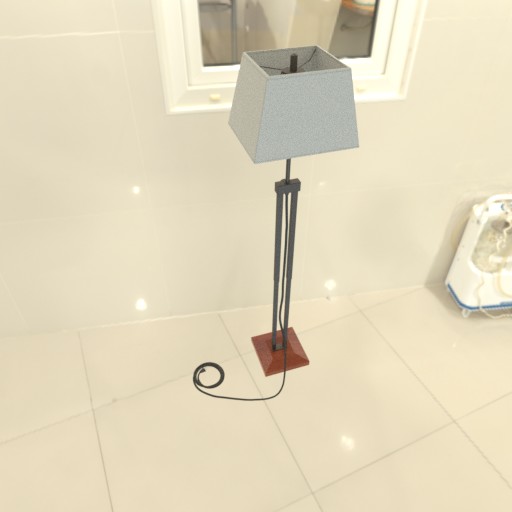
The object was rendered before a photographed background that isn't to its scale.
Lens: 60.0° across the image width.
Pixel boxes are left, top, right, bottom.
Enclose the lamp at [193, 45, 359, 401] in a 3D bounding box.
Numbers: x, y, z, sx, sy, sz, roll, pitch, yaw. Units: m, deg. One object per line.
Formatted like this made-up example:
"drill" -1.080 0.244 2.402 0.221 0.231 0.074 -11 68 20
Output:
"lamp" 0.000 0.000 2.046 0.745 1.712 0.472 -12 42 -13
